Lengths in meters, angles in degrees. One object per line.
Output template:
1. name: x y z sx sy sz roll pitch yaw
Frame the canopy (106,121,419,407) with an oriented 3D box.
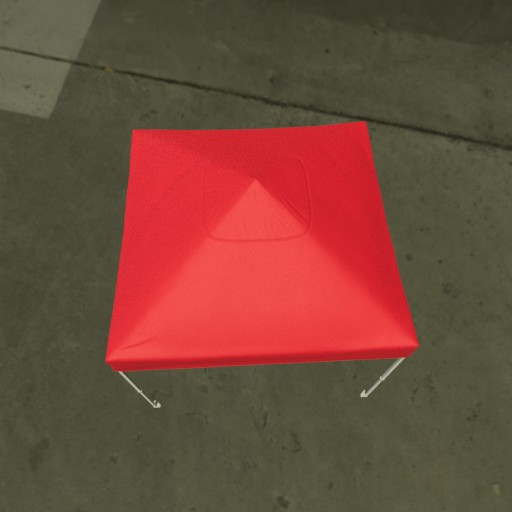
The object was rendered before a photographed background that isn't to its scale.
1. canopy: 0.000 0.000 5.556 2.998 2.997 2.996 -2 61 -1
